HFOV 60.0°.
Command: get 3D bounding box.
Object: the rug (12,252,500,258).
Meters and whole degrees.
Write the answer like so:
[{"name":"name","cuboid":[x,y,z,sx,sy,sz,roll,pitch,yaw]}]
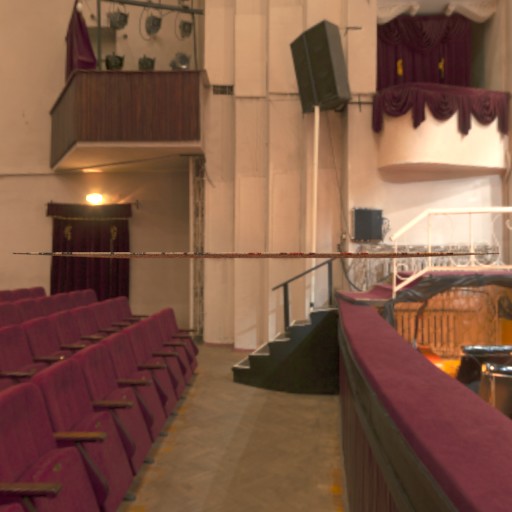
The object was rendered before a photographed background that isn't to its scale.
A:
[{"name":"rug","cuboid":[0.000,0.000,3.101,2.584,0.010,1.523,0,-1,0]}]
